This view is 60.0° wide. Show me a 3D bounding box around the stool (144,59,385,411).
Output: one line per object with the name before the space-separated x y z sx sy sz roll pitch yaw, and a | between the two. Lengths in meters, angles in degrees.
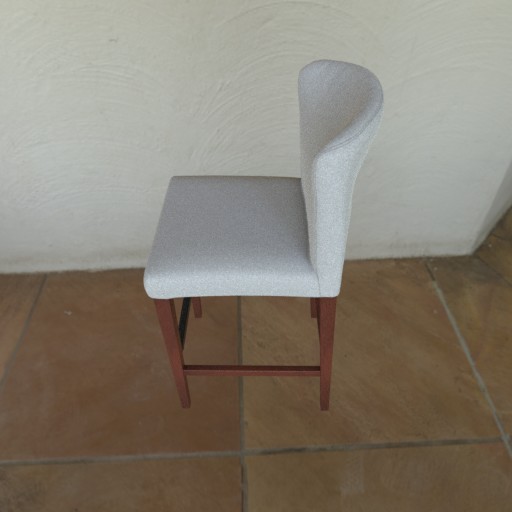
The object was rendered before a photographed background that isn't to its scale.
stool | 0.000 0.000 1.352 0.568 1.069 0.479 0 43 0
